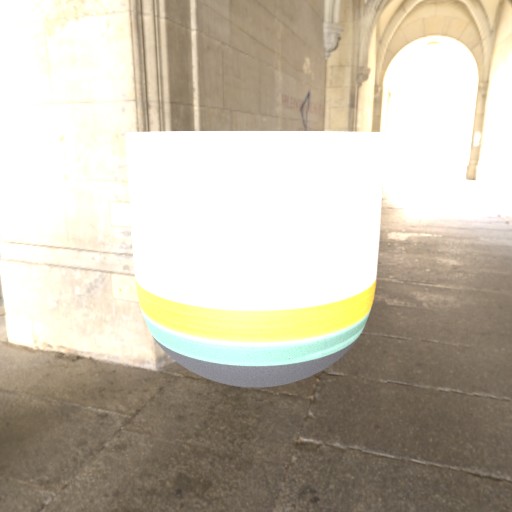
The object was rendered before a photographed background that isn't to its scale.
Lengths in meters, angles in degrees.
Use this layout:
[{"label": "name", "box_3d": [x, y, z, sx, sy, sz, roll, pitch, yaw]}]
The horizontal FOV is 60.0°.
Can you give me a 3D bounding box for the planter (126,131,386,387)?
[{"label": "planter", "box_3d": [0.000, 0.000, 0.505, 0.268, 0.270, 0.268, 0, 15, 0]}]
